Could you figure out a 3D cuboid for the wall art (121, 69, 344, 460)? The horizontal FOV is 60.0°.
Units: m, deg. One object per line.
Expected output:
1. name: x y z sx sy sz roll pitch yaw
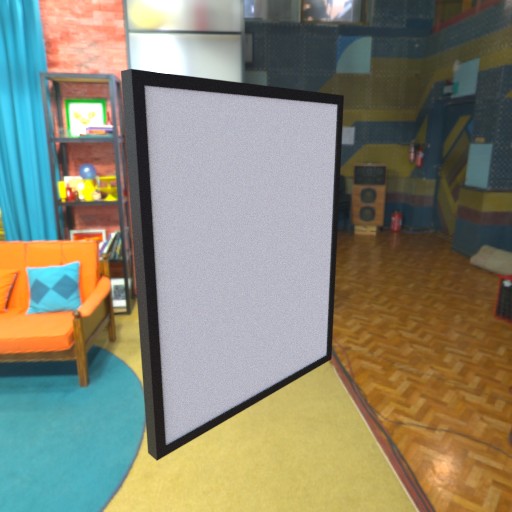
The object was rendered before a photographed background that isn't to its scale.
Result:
1. wall art: 0.000 0.000 0.550 0.018 0.397 0.325 14 20 43
